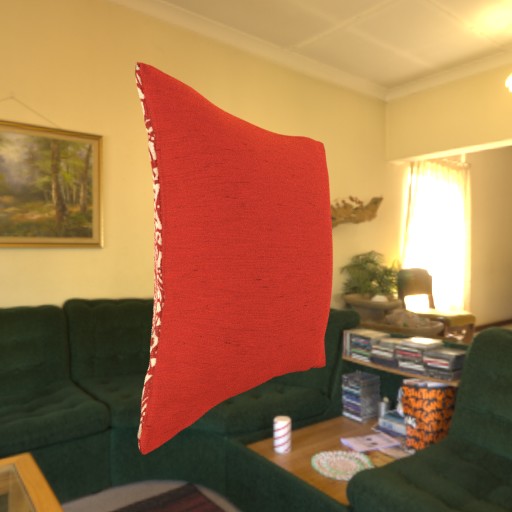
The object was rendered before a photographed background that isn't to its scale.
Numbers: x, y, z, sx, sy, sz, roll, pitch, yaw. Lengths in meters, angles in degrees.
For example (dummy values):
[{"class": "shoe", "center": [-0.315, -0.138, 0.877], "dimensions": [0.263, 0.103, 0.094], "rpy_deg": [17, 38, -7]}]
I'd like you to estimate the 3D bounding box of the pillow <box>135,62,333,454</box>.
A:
[{"class": "pillow", "center": [0.000, 0.000, 0.650], "dimensions": [0.162, 0.419, 0.438], "rpy_deg": [0, 1, 35]}]
